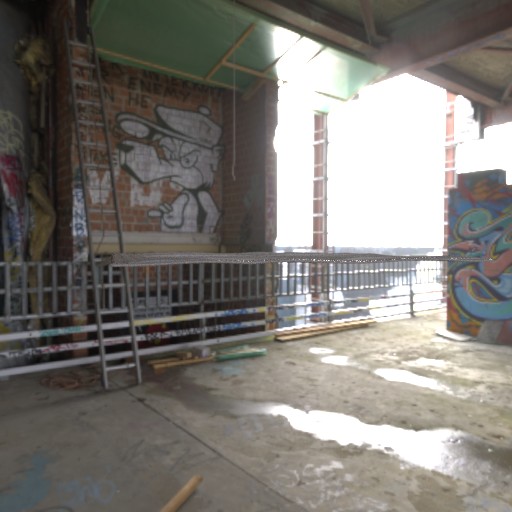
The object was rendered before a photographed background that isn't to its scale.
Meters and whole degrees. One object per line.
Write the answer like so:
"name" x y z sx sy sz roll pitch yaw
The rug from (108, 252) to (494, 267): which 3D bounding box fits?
"rug" 0.000 0.000 0.880 0.551 0.008 0.642 0 1 -18
